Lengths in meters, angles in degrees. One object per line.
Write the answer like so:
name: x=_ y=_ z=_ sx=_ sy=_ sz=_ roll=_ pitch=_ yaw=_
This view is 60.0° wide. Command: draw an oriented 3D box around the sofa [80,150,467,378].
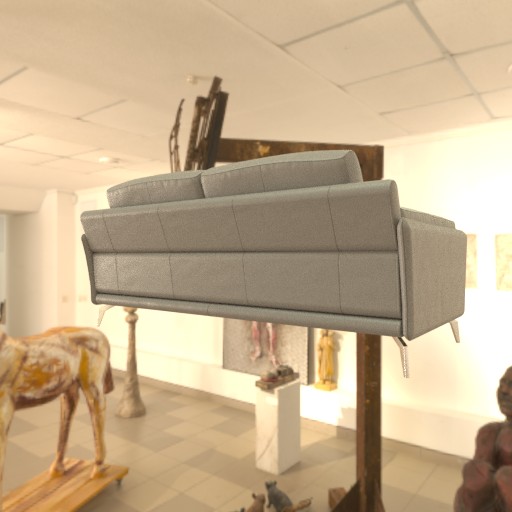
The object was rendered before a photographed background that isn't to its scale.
sofa: x=0.000 y=0.000 z=2.613 sx=2.101 sy=0.930 sz=1.049 roll=0 pitch=0 yaw=37
